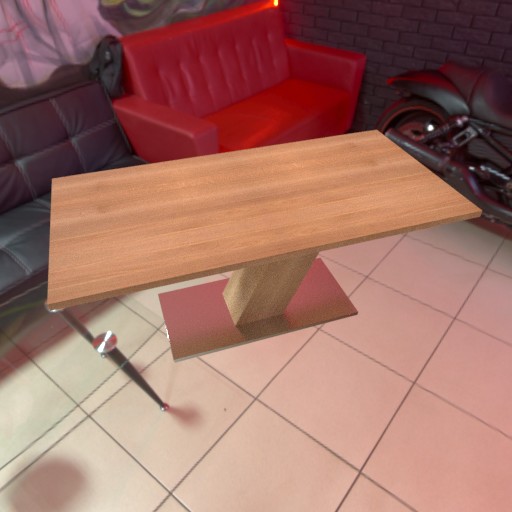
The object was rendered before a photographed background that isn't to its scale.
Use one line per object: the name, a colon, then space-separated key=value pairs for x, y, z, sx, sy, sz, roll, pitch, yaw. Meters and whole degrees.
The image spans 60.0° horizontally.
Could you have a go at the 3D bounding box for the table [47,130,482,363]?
table: x=0.000 y=0.000 z=2.296 sx=1.800 sy=0.750 sz=0.900 roll=-12 pitch=41 yaw=-14
